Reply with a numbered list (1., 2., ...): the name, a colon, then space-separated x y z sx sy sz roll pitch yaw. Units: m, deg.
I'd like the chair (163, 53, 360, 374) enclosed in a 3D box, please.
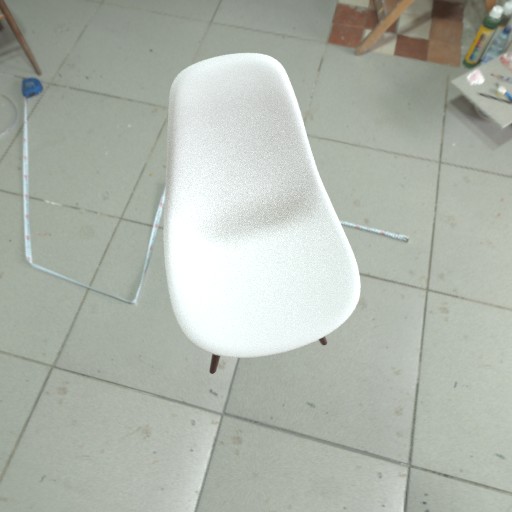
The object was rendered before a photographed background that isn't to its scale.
1. chair: 0.000 0.000 1.168 0.470 0.826 0.533 -13 65 -6
